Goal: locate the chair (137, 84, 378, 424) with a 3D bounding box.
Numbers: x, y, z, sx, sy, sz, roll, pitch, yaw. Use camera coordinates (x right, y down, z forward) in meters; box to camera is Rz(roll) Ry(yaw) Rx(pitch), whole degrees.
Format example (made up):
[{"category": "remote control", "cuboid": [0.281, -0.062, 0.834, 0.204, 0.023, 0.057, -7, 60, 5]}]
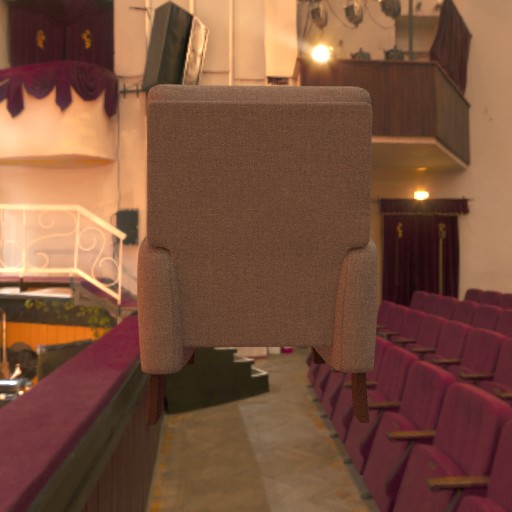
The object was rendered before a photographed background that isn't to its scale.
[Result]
[{"category": "chair", "cuboid": [0.000, 0.000, 1.651, 0.762, 0.990, 0.990, 0, 0, -1]}]
